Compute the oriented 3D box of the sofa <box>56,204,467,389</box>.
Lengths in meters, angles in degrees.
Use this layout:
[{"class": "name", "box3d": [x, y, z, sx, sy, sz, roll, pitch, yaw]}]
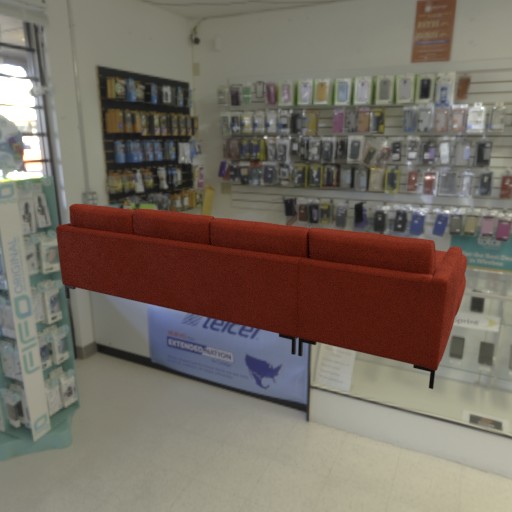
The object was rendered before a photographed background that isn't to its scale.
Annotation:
[{"class": "sofa", "box3d": [0.000, 0.000, 2.899, 2.467, 0.663, 1.136, 8, 17, 28]}]
